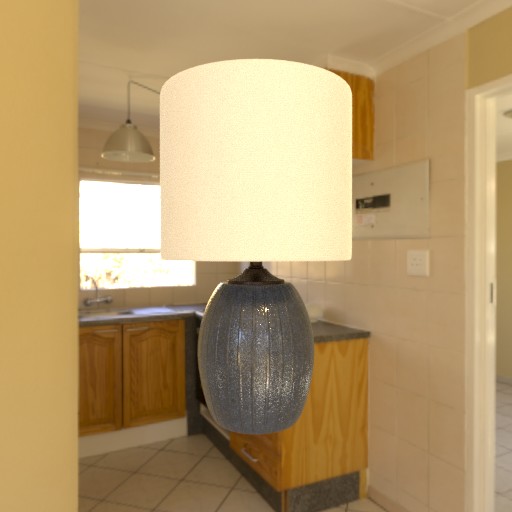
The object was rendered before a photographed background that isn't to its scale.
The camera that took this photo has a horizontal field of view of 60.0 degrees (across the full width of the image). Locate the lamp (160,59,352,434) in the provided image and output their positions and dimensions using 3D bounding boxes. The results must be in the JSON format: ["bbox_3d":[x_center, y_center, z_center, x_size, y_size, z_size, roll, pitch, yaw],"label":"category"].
[{"bbox_3d":[0.000,0.000,0.777,0.329,0.570,0.329,0,1,-37],"label":"lamp"}]
